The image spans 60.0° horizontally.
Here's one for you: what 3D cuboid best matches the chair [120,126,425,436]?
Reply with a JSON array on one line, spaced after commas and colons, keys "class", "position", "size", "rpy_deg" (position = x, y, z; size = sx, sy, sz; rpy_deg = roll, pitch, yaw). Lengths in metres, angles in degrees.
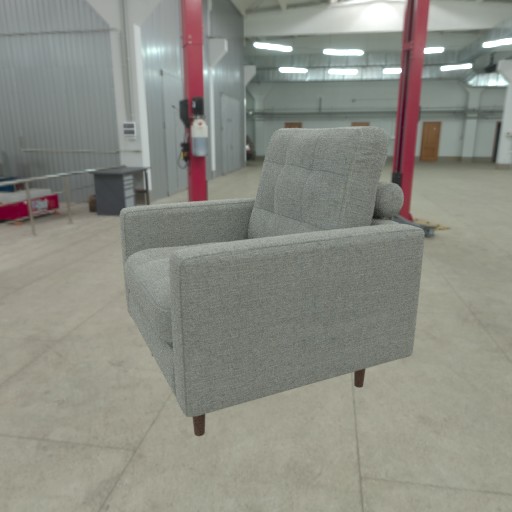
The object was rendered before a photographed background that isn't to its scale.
[{"class": "chair", "position": [0.000, 0.000, 1.574], "size": [0.843, 0.880, 0.821], "rpy_deg": [-7, 17, -25]}]
